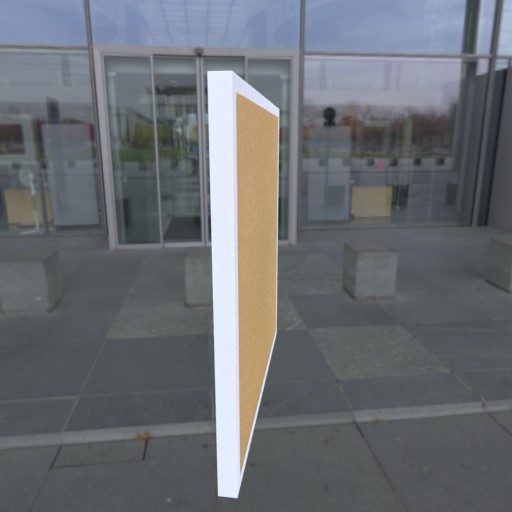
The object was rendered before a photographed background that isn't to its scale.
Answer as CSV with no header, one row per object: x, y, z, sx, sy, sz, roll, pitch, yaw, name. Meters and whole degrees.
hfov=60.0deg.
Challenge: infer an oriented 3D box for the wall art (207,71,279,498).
0.000,0.000,1.121,0.038,0.761,0.763,2,14,8,wall art
